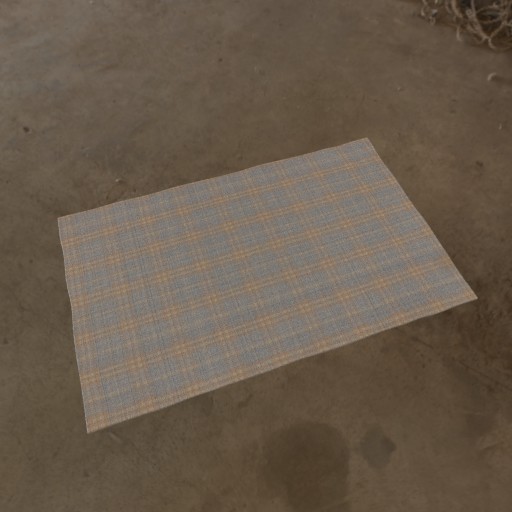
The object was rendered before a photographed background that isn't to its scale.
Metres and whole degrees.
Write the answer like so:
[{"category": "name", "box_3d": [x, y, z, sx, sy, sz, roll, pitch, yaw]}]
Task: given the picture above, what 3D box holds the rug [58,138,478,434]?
[{"category": "rug", "box_3d": [0.000, 0.000, 2.984, 2.460, 0.016, 1.545, -16, 59, -10]}]
